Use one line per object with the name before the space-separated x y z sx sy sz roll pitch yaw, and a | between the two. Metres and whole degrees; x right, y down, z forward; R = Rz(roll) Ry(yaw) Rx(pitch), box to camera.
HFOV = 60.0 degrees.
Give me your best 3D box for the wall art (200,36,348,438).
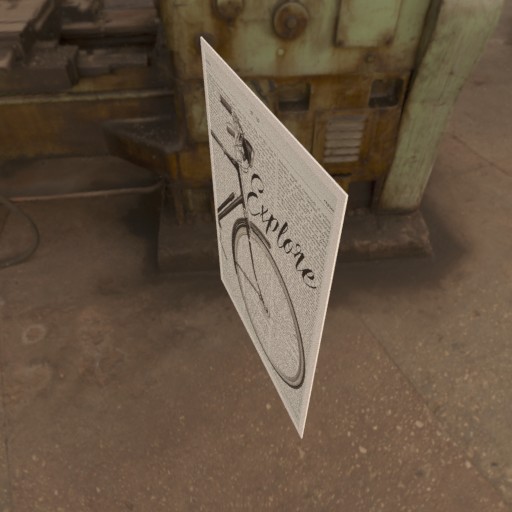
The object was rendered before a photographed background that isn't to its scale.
wall art | 0.000 0.000 0.807 0.003 0.610 0.457 -17 49 -16
